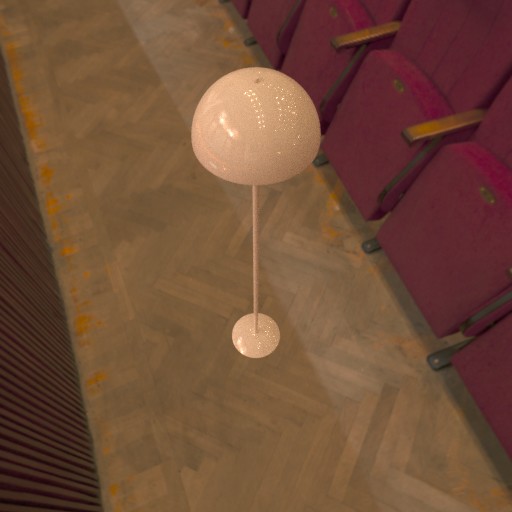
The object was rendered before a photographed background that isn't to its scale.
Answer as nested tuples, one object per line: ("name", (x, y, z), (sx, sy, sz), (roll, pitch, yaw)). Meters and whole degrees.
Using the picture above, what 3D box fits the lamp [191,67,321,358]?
("lamp", (0.000, 0.000, 1.612), (0.328, 1.480, 0.328), (-16, 59, -10))
